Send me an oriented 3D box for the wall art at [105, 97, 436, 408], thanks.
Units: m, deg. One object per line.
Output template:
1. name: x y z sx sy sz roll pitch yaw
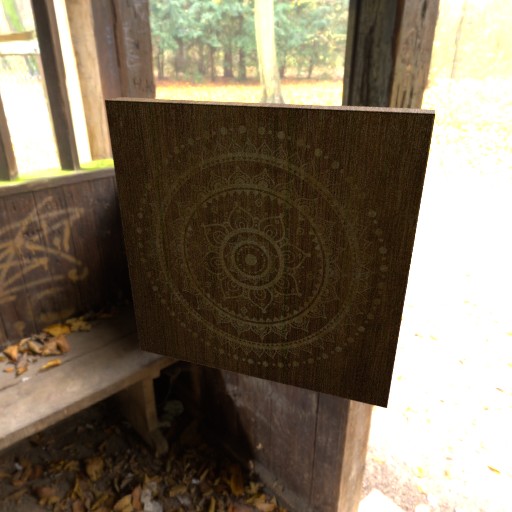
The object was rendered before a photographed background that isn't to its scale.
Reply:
1. wall art: 0.000 0.000 0.618 0.406 0.403 0.039 8 27 17
